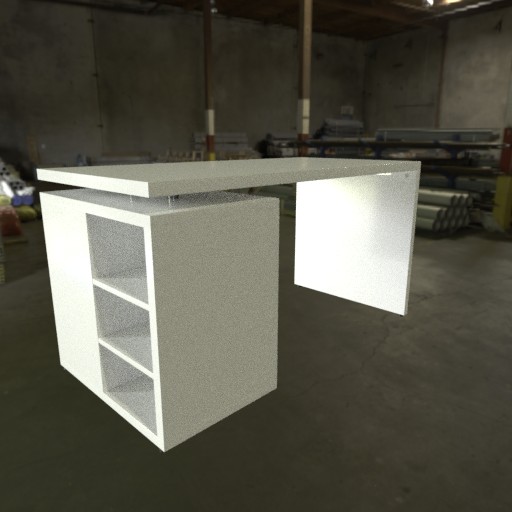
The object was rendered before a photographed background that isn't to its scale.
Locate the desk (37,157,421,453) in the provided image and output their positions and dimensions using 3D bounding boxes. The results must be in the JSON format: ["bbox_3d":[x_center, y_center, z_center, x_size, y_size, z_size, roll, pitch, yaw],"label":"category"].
[{"bbox_3d":[0.000,0.000,1.830,0.690,0.740,1.400,14,20,43],"label":"desk"}]
